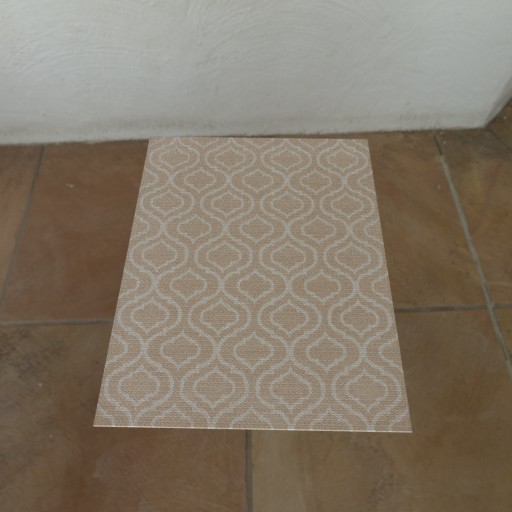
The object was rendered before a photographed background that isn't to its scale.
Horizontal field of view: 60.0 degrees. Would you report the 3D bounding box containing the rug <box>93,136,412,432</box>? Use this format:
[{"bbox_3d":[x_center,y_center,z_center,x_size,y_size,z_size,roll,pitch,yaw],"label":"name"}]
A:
[{"bbox_3d":[0.000,0.000,3.918,2.286,0.013,2.894,1,59,1],"label":"rug"}]
